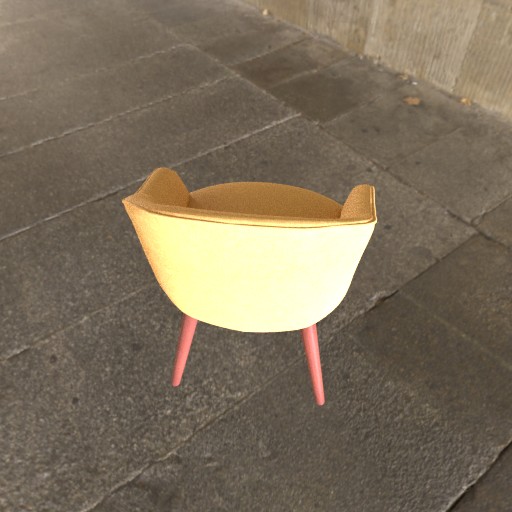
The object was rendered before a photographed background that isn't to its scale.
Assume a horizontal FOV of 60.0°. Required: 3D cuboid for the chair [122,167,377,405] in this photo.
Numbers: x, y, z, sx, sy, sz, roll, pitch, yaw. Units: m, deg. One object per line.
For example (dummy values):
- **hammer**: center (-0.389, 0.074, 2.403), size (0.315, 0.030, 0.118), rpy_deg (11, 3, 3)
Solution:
- **chair**: center (0.000, 0.000, 1.247), size (0.596, 0.823, 0.635), rpy_deg (6, 47, 5)
